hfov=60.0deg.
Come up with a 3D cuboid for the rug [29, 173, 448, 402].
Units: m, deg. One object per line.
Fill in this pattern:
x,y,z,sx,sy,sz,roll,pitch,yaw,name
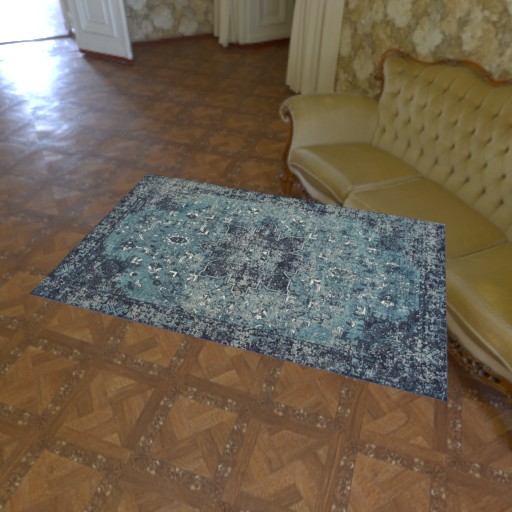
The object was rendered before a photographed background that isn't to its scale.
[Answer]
0.000,0.000,2.989,2.440,0.007,1.525,12,42,13,rug
